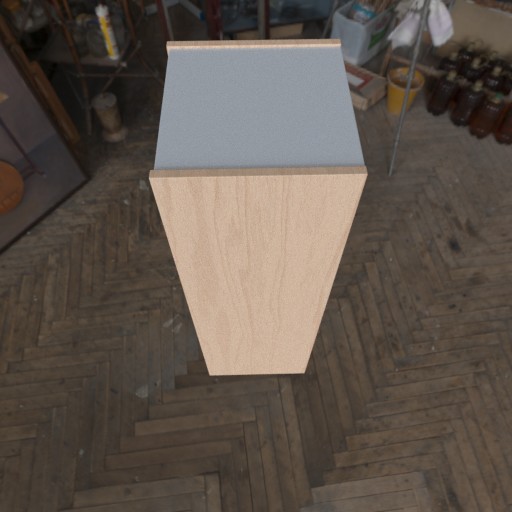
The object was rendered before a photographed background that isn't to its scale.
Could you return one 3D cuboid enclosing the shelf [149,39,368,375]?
[{"bbox_3d":[0.000,0.000,1.049,0.290,0.900,0.300,-1,59,-1],"label":"shelf"}]
